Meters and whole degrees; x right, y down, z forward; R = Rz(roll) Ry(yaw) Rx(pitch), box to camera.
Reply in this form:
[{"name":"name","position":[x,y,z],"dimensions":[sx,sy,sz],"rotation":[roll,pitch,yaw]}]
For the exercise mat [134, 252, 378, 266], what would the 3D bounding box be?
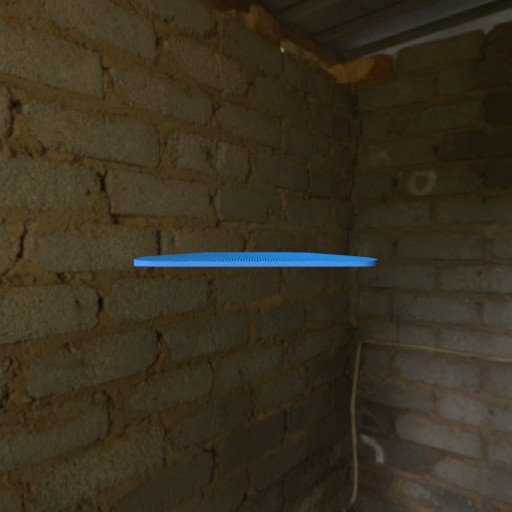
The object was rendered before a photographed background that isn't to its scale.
[{"name":"exercise mat","position":[0.000,0.000,1.995],"dimensions":[0.616,0.021,1.869],"rotation":[0,1,0]}]
